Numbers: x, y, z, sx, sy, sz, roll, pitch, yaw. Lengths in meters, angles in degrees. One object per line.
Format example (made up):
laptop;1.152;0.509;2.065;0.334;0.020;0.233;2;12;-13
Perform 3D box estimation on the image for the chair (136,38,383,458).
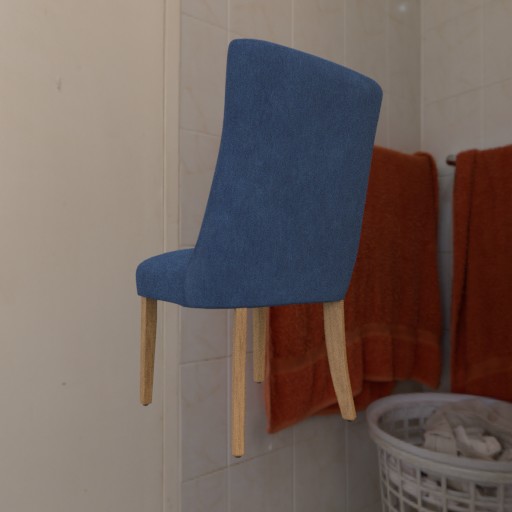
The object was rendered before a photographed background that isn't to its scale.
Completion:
chair;0.000;0.000;1.243;0.495;0.902;0.609;1;-1;-36
